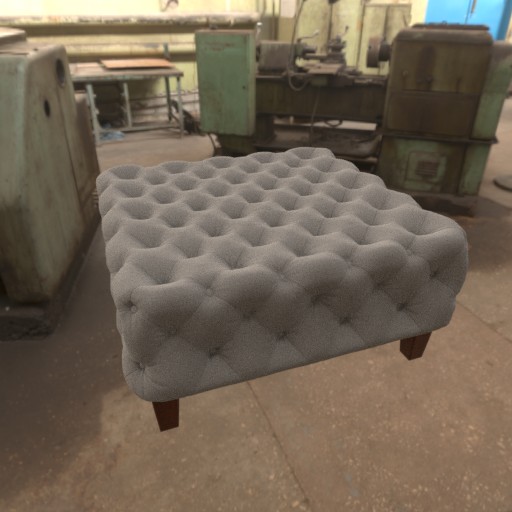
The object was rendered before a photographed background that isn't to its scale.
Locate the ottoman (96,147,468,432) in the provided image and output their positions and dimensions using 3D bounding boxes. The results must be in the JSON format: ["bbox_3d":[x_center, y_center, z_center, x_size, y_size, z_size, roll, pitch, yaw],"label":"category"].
[{"bbox_3d":[0.000,0.000,1.433,0.917,0.439,0.911,-10,31,-17],"label":"ottoman"}]
